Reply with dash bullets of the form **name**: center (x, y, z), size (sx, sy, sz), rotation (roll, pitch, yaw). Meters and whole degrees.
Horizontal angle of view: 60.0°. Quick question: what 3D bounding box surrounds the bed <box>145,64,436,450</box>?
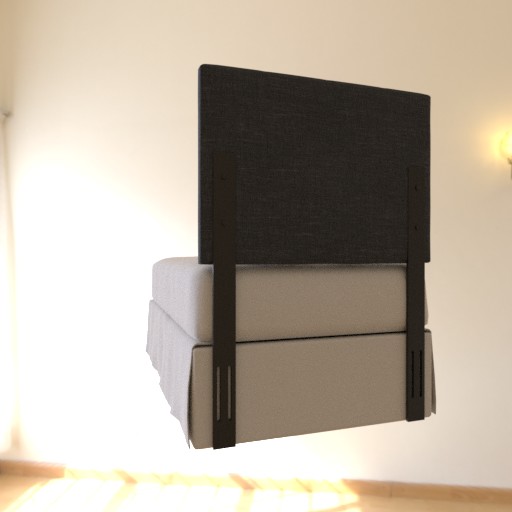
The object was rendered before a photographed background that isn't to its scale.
- **bed**: center (0.000, 0.000, 2.890), size (1.261, 1.571, 1.997), rotation (0, 0, -19)
